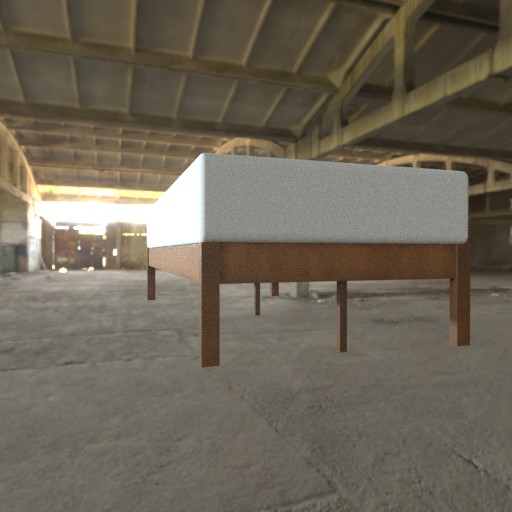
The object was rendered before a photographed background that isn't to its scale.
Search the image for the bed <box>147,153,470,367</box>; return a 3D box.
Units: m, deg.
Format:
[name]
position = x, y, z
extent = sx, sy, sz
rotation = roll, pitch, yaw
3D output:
[bed]
position = 0.000, 0.000, 2.308
extent = 0.961, 0.616, 1.902
rotation = 0, 1, -18
